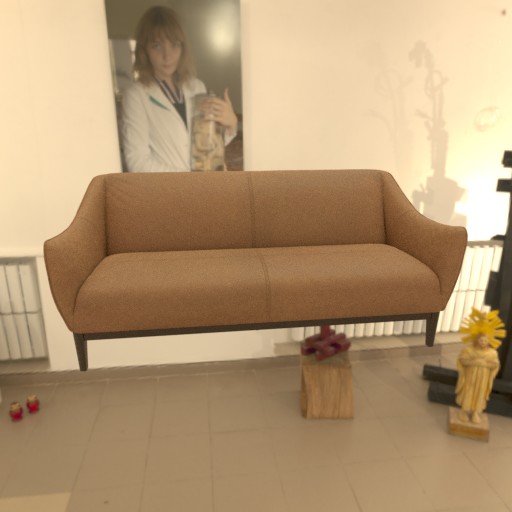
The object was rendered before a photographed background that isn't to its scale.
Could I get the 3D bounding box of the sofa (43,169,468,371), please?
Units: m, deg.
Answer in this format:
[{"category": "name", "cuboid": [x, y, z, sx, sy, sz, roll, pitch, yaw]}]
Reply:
[{"category": "sofa", "cuboid": [0.000, 0.000, 2.402, 1.928, 0.830, 0.869, -2, 17, -7]}]
